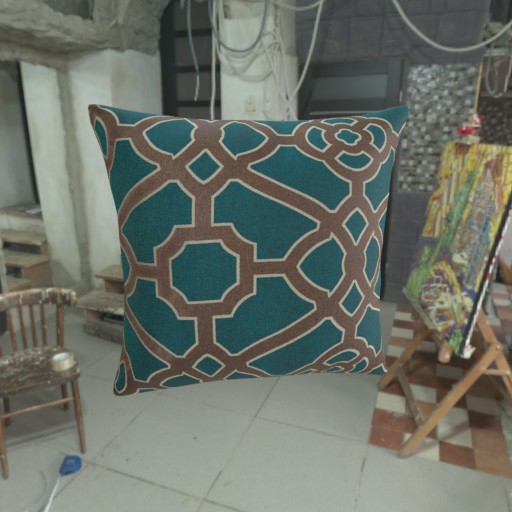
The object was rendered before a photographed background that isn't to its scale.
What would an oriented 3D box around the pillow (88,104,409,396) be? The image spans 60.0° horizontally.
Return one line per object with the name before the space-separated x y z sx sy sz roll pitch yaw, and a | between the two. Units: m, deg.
pillow | 0.000 0.000 0.781 0.526 0.507 0.166 -2 16 -8
